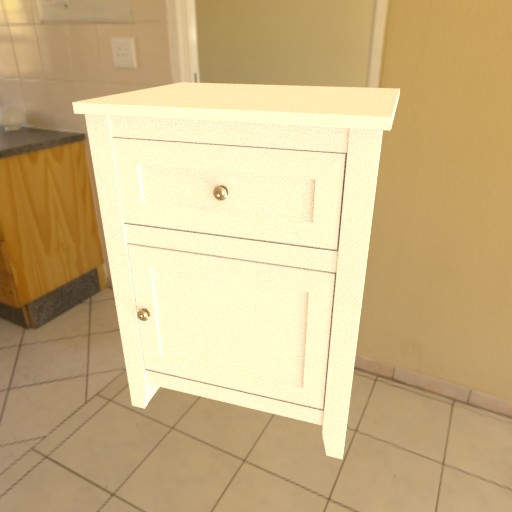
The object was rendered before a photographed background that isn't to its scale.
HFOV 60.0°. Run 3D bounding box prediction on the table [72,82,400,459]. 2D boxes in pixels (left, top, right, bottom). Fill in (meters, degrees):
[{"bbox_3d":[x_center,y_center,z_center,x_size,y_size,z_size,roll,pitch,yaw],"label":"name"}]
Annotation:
[{"bbox_3d":[0.000,0.000,0.923,0.480,0.635,0.381,8,27,16],"label":"table"}]
